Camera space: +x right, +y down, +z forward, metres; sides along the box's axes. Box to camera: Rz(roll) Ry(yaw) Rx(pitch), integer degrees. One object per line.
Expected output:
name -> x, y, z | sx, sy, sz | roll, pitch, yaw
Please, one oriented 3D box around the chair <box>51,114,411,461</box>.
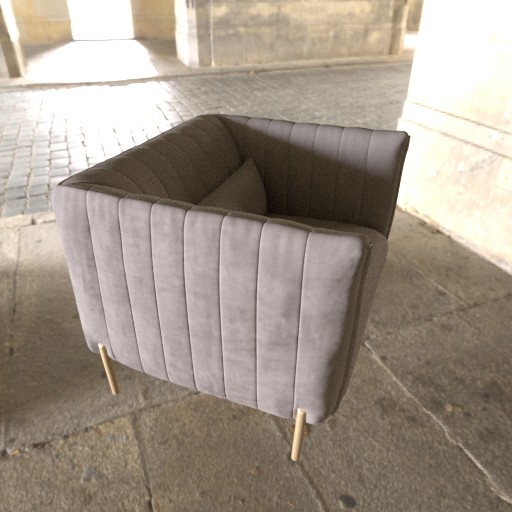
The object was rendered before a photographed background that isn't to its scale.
chair -> 0.000, 0.000, 1.601 | 0.873, 0.779, 0.981 | 12, 33, 18
